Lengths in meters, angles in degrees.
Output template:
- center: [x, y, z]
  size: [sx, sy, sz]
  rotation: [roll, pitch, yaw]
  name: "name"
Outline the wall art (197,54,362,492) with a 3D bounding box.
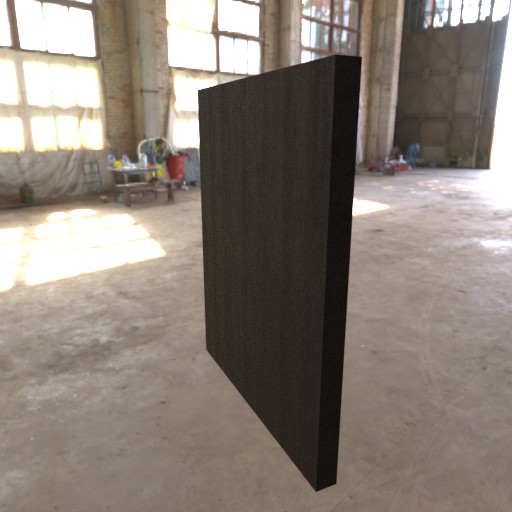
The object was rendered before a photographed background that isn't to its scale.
- center: [0.000, 0.000, 0.737]
  size: [0.034, 0.552, 0.455]
  rotation: [-7, 17, -24]
  name: "wall art"
